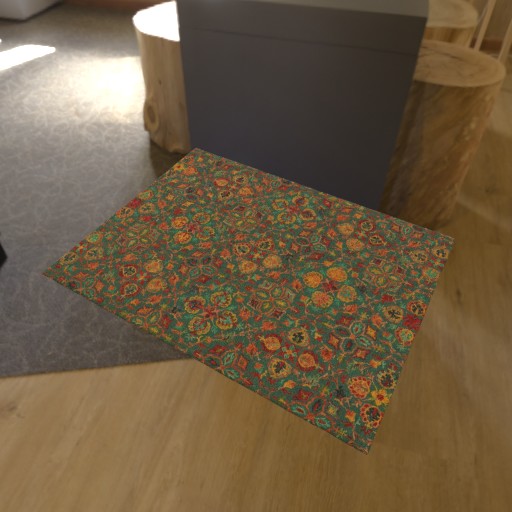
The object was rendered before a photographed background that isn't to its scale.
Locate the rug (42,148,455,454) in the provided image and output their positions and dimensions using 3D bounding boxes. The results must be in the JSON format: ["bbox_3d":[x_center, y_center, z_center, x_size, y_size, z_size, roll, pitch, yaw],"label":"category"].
[{"bbox_3d":[0.000,0.000,4.284,3.204,0.025,2.434,23,51,21],"label":"rug"}]
